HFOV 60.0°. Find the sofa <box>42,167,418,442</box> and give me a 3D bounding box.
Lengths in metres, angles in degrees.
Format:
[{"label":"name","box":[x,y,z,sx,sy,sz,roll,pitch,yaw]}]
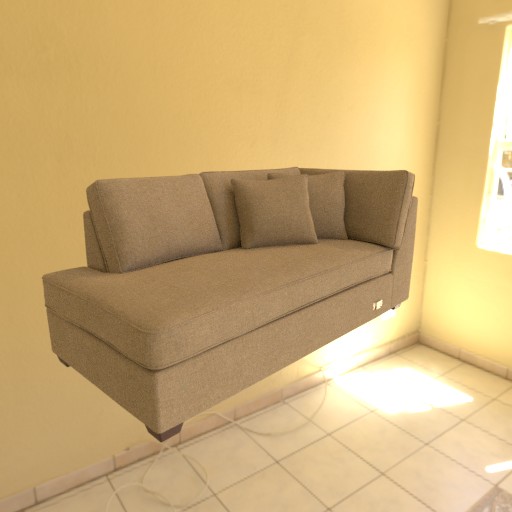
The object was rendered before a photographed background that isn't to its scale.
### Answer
[{"label":"sofa","box":[0.000,0.000,2.768,1.110,1.019,2.238,14,20,43]}]
